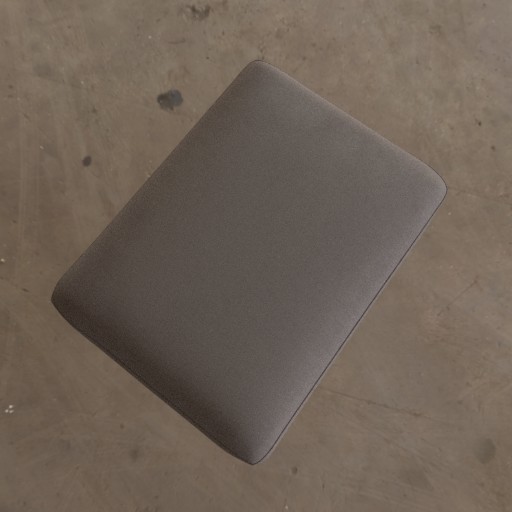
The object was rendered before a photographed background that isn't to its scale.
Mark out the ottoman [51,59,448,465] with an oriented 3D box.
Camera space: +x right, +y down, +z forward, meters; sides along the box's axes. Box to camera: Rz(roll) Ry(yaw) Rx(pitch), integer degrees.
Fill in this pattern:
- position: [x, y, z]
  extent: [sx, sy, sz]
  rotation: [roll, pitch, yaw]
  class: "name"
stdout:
- position: [0.000, 0.000, 1.166]
  extent: [0.608, 0.449, 0.811]
  rotation: [36, 79, 8]
  class: "ottoman"
